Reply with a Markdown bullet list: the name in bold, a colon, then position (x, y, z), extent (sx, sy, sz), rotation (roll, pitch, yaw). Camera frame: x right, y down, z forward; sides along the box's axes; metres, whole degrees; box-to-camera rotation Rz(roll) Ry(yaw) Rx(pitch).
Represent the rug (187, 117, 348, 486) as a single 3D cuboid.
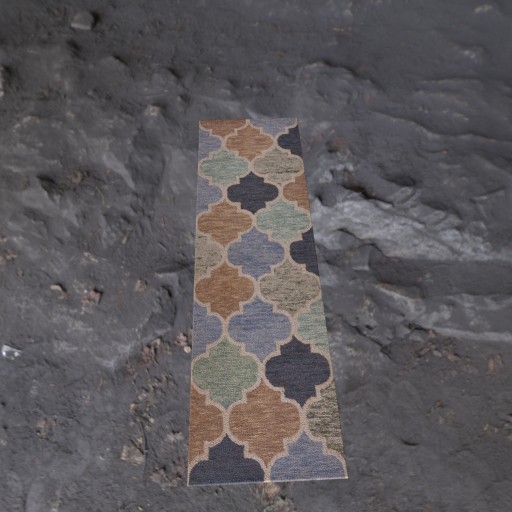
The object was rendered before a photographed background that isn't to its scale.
- **rug**: position (0.000, 0.000, 2.501), extent (0.687, 0.011, 2.287), rotation (-2, 57, -1)
